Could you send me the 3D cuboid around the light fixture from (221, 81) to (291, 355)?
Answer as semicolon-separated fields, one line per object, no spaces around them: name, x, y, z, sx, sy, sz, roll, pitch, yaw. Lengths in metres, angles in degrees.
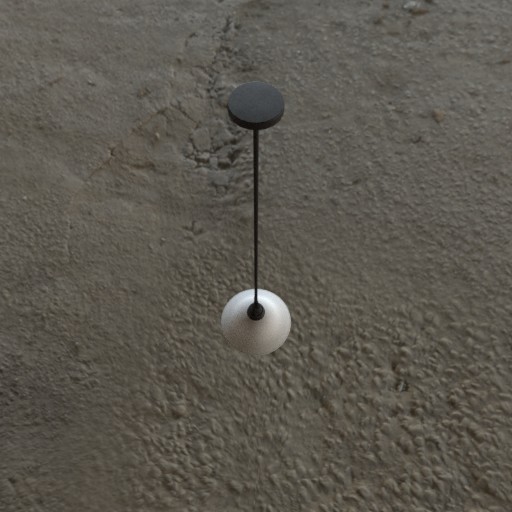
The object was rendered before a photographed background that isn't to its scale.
light fixture;0.000;0.000;1.468;0.324;1.337;0.324;-2;63;-1
